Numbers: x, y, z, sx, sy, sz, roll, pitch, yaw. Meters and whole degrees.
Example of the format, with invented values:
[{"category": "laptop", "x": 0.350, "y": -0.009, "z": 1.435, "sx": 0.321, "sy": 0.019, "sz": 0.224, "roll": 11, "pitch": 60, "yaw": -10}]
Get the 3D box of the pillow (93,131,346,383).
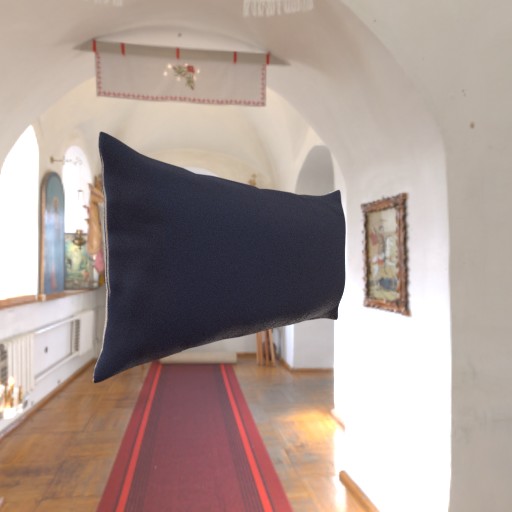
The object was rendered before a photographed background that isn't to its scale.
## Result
[{"category": "pillow", "x": 0.000, "y": 0.000, "z": 0.734, "sx": 0.151, "sy": 0.287, "sz": 0.610, "roll": 0, "pitch": 1, "yaw": 36}]
